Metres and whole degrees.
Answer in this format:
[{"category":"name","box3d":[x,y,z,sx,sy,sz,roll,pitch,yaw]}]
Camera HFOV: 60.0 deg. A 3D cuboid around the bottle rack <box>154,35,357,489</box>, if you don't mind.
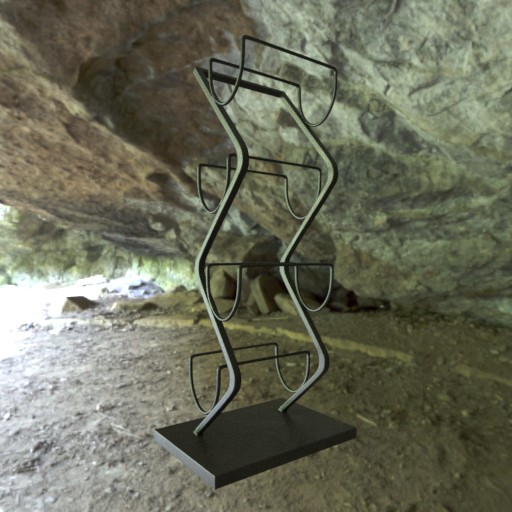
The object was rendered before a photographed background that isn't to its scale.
[{"category":"bottle rack","box3d":[0.000,0.000,0.675,0.254,0.559,0.178,0,0,-36]}]
